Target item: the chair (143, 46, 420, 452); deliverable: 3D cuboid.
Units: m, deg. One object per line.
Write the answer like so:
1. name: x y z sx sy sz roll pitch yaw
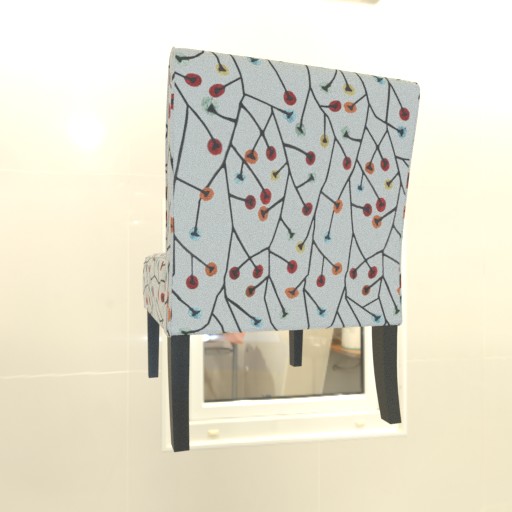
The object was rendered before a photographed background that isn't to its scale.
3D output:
1. chair: 0.000 0.000 1.276 0.597 0.813 0.732 0 -1 -18
